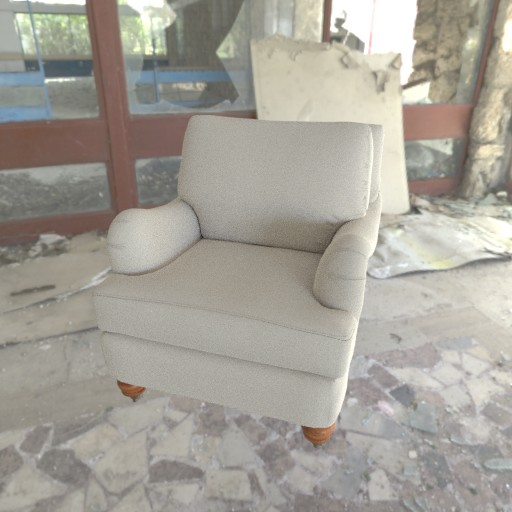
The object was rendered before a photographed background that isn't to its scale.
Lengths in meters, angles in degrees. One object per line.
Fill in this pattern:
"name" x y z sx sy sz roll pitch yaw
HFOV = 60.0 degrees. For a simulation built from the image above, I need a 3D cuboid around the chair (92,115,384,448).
"chair" 0.000 0.000 1.855 0.955 1.038 1.070 8 27 16
